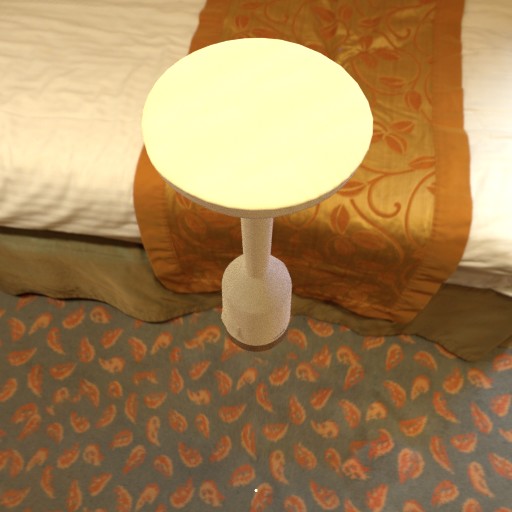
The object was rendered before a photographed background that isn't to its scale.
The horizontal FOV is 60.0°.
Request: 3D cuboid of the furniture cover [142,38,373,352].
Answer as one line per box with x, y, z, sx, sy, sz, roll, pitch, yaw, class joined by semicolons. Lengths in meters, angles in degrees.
0.000;0.000;2.815;0.914;2.413;0.914;-34;67;-16;furniture cover
